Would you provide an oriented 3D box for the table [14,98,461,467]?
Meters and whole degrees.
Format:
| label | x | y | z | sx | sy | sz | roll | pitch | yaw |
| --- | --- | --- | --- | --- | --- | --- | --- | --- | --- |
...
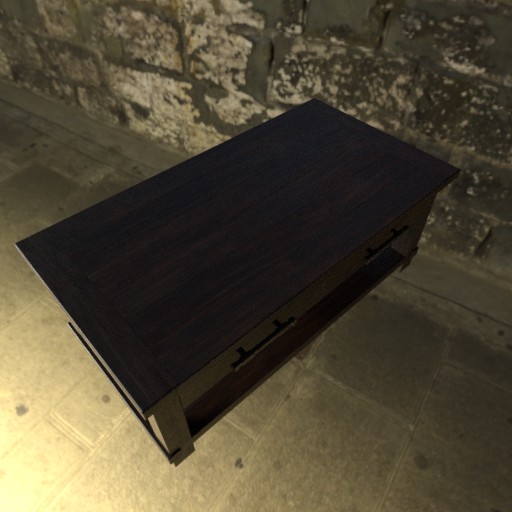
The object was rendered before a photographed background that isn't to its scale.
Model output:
| label | x | y | z | sx | sy | sz | roll | pitch | yaw |
| --- | --- | --- | --- | --- | --- | --- | --- | --- | --- |
| table | 0.000 | 0.000 | 1.571 | 1.270 | 0.494 | 0.700 | -34 | 55 | -27 |
